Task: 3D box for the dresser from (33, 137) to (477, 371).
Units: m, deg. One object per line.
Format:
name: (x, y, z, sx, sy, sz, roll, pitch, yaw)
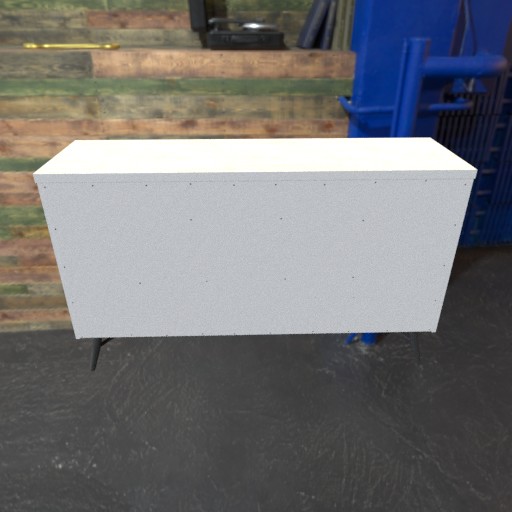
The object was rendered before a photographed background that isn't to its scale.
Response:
dresser: (0.000, 0.000, 1.940, 1.524, 0.914, 0.457, -1, 29, -1)
